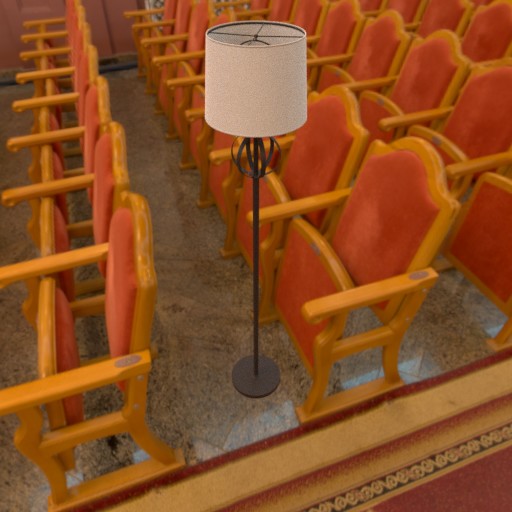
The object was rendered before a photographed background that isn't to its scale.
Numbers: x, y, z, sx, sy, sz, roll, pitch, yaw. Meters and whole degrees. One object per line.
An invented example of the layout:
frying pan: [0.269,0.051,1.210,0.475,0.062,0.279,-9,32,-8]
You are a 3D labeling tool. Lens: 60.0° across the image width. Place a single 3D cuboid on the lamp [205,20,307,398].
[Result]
lamp: [0.000,0.000,1.581,0.286,1.462,0.286,-13,42,-15]
